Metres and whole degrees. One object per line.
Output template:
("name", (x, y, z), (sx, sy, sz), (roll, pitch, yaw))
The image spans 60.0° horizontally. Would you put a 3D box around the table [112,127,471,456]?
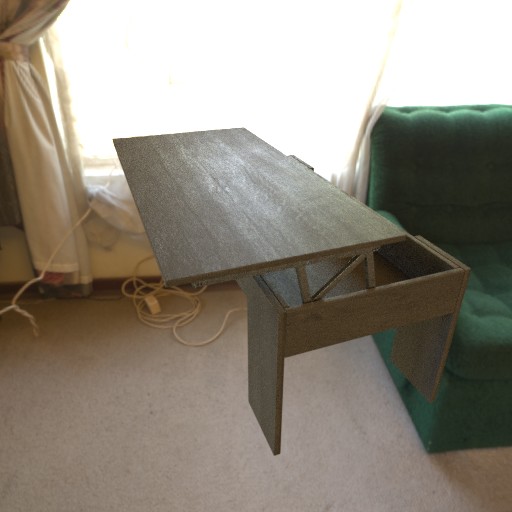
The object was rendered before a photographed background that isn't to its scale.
("table", (0.000, 0.000, 1.412), (0.711, 0.570, 1.000), (-11, 31, -18))
